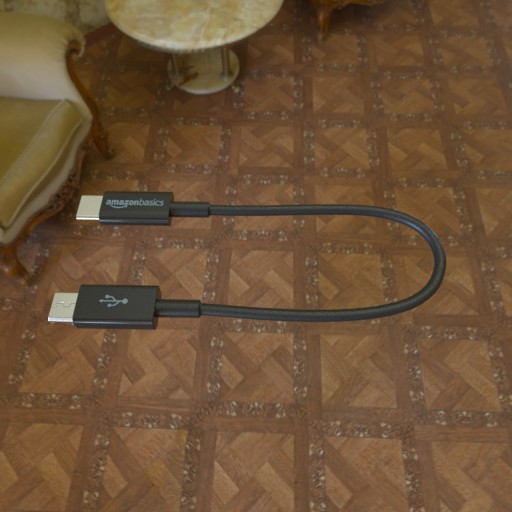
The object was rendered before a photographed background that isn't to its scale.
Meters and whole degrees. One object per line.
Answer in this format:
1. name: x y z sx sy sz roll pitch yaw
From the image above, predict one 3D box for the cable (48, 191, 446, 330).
1. cable: 0.000 0.000 0.115 0.098 0.006 0.040 1 59 1
